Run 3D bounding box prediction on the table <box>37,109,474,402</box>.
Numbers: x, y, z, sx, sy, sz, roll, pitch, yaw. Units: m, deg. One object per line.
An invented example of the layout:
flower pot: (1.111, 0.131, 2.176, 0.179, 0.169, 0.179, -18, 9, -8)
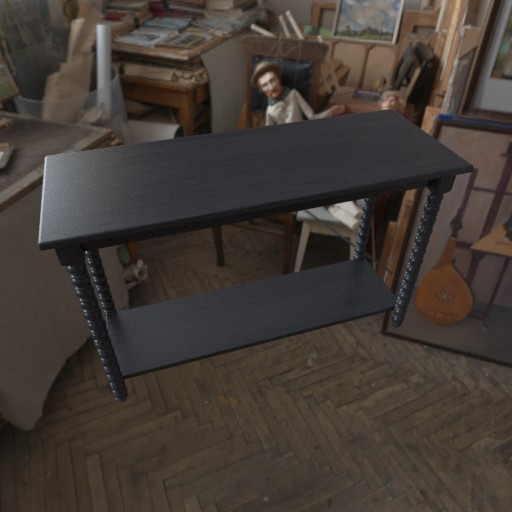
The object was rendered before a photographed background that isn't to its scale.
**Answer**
table: (0.000, 0.000, 1.536, 1.184, 0.735, 0.459, -12, 42, -14)
